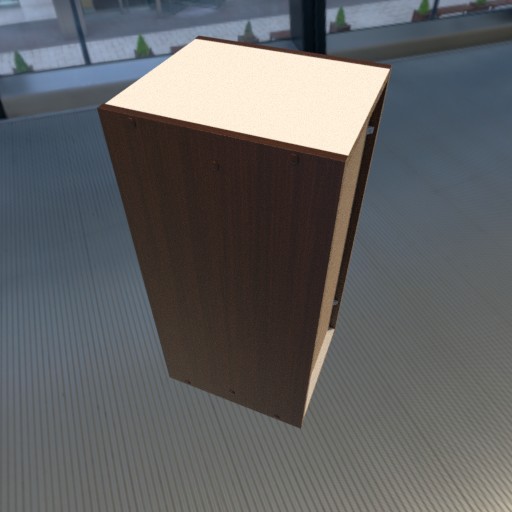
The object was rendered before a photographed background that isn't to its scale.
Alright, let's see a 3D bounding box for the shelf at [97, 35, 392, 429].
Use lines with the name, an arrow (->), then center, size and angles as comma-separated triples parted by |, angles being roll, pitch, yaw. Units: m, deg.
shelf -> 0.000, 0.000, 0.761 | 0.290, 0.600, 0.253 | 16, 47, 16
